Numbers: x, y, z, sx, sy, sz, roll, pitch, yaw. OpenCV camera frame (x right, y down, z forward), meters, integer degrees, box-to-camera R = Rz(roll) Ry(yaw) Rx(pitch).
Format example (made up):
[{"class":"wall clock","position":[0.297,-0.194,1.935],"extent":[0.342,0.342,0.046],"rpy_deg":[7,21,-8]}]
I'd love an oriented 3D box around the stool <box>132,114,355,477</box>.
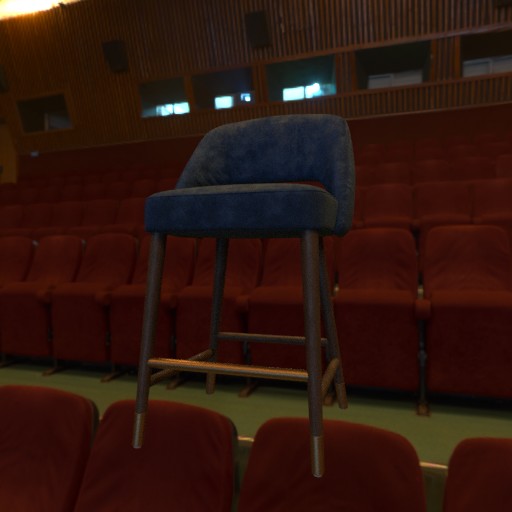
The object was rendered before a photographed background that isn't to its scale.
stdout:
[{"class":"stool","position":[0.000,0.000,1.241],"extent":[0.536,0.925,0.524],"rpy_deg":[0,0,18]}]
